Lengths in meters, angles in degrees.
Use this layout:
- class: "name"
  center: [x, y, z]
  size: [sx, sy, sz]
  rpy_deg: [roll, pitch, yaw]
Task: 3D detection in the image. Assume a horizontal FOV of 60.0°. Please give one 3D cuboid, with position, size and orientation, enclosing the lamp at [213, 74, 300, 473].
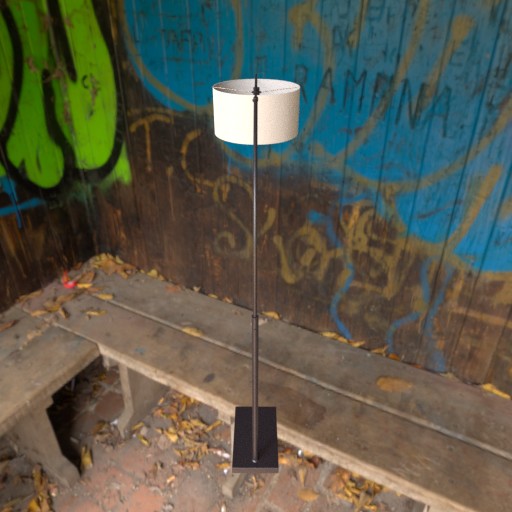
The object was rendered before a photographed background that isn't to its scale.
- class: "lamp"
  center: [0.000, 0.000, 2.546]
  size: [0.493, 1.927, 1.424]
  rpy_deg: [0, 31, 0]
